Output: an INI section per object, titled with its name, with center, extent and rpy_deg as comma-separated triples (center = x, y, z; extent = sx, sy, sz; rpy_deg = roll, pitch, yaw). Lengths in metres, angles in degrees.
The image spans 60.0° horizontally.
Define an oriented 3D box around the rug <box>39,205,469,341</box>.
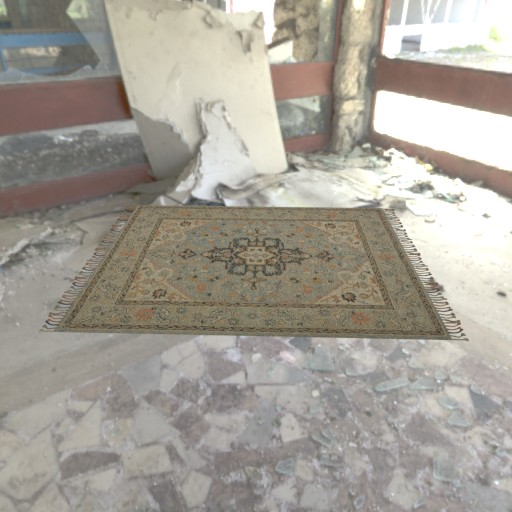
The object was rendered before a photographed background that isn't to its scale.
[rug]
center = 0.000, 0.000, 3.547
extent = 2.651, 0.010, 1.971
rpy_deg = 1, 30, 2
